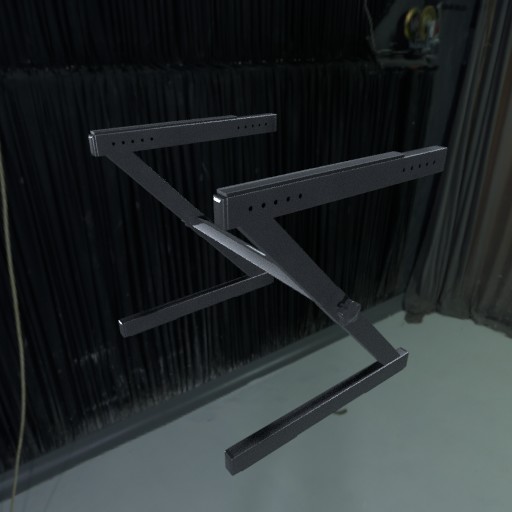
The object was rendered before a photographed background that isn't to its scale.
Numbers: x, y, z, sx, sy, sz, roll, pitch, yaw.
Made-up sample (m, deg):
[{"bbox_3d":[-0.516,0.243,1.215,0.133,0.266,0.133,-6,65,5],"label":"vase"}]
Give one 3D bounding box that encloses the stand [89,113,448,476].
[{"bbox_3d":[0.000,0.000,1.169,0.586,0.617,0.700,-18,31,-32],"label":"stand"}]
